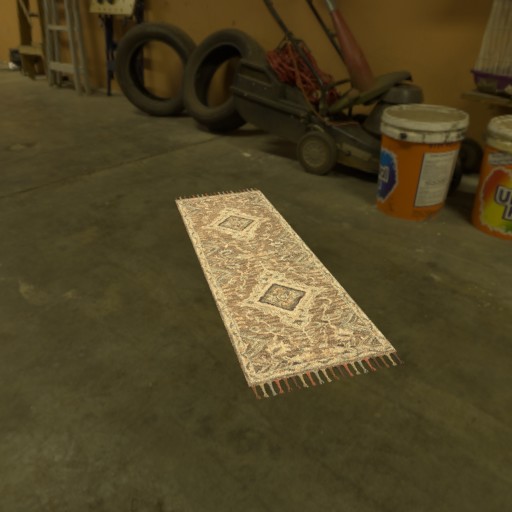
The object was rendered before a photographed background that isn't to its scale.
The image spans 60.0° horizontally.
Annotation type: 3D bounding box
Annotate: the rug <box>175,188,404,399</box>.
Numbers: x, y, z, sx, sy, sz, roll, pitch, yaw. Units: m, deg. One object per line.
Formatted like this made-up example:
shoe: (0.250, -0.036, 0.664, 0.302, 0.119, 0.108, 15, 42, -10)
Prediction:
rug: (0.000, 0.000, 2.894, 1.324, 0.018, 2.378, -1, 30, -1)
